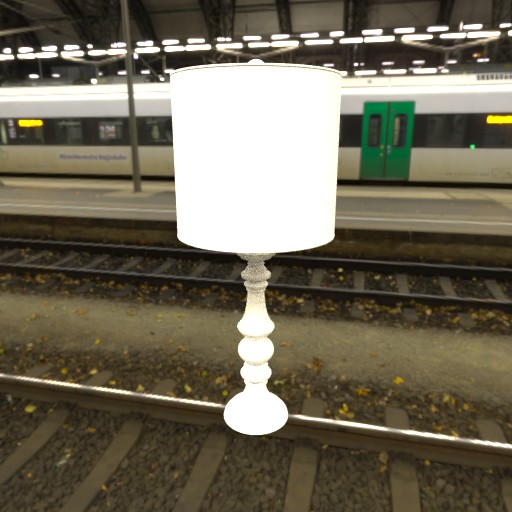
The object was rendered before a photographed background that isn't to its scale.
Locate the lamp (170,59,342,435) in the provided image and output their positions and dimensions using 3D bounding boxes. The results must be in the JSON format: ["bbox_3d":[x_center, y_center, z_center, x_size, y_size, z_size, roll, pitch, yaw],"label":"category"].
[{"bbox_3d":[0.000,0.000,0.729,0.250,0.597,0.250,-2,16,-8],"label":"lamp"}]
